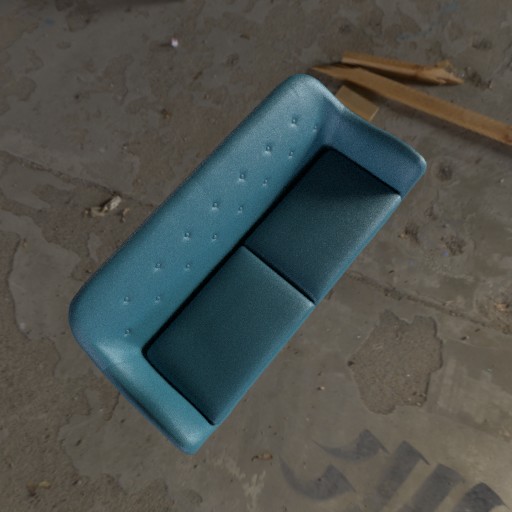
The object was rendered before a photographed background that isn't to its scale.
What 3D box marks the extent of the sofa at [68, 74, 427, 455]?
[{"bbox_3d":[0.000,0.000,2.317,0.820,0.836,1.840,39,78,10],"label":"sofa"}]
